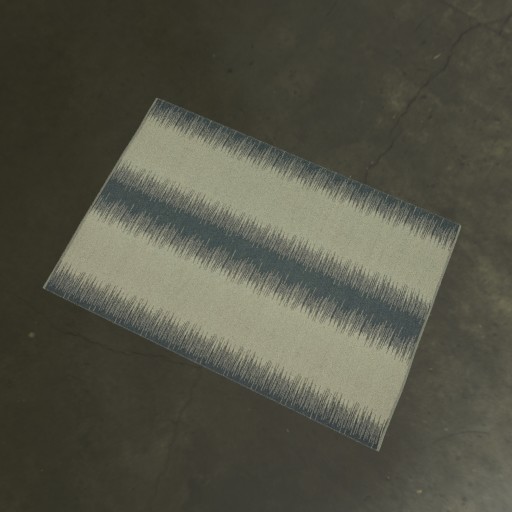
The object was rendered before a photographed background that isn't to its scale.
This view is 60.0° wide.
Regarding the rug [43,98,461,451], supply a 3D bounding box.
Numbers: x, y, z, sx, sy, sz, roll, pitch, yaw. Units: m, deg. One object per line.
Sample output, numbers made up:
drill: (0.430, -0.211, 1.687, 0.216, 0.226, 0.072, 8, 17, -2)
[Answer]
rug: (0.000, 0.000, 2.321, 1.854, 0.006, 1.234, 24, 76, 6)
